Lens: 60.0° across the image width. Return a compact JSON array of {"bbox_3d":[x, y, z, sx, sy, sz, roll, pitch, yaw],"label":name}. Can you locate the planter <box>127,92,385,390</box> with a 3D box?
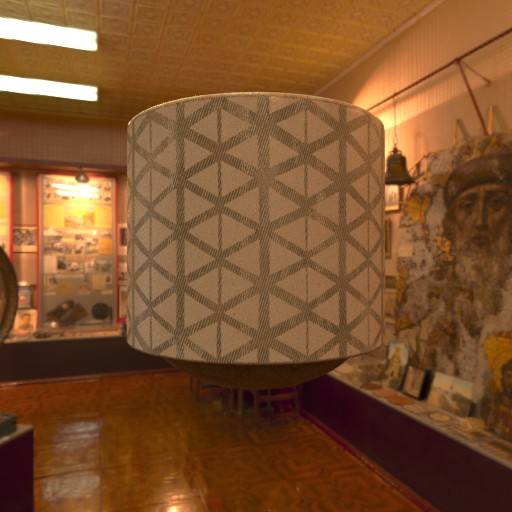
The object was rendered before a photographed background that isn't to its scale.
[{"bbox_3d":[0.000,0.000,0.340,0.190,0.181,0.190,0,0,0],"label":"planter"}]
